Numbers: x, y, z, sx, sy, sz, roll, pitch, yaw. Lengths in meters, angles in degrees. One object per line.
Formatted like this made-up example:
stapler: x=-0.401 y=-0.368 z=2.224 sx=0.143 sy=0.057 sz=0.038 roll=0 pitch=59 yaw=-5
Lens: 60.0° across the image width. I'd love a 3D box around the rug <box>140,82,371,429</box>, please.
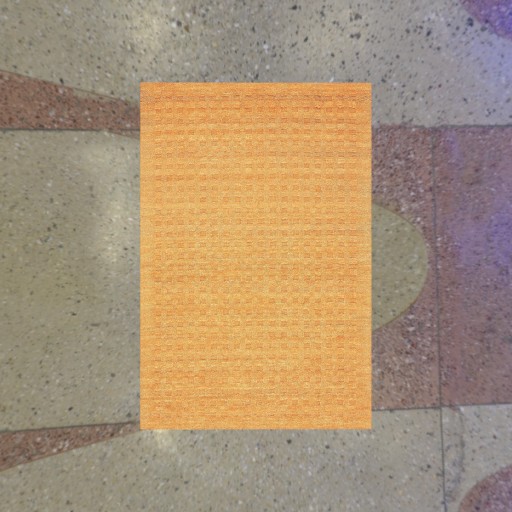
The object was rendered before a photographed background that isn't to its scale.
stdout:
rug: x=0.000 y=0.000 z=2.926 sx=1.524 sy=0.006 sz=2.285 roll=0 pitch=90 yaw=0
